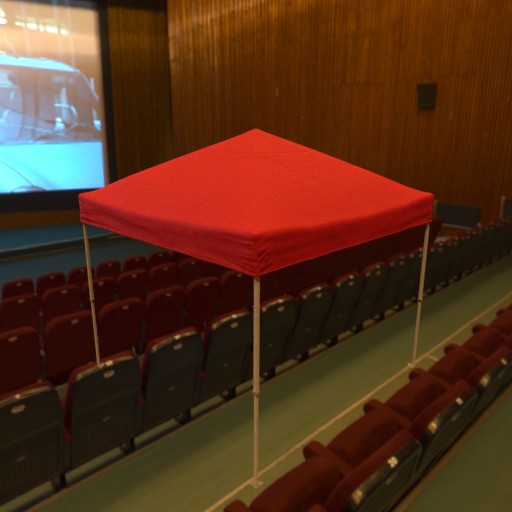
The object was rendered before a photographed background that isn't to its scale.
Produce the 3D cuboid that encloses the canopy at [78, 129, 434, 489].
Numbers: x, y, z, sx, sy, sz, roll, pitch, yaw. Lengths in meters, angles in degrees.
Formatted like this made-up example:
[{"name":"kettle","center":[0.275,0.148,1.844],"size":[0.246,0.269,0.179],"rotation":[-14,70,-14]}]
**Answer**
[{"name":"canopy","center":[0.000,0.000,5.427],"size":[2.996,2.997,2.998],"rotation":[-15,22,-43]}]
